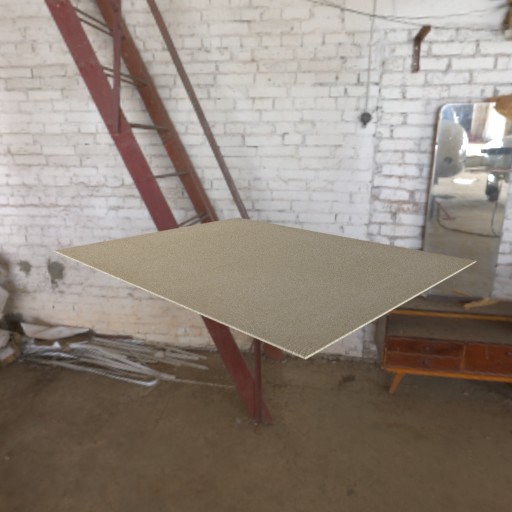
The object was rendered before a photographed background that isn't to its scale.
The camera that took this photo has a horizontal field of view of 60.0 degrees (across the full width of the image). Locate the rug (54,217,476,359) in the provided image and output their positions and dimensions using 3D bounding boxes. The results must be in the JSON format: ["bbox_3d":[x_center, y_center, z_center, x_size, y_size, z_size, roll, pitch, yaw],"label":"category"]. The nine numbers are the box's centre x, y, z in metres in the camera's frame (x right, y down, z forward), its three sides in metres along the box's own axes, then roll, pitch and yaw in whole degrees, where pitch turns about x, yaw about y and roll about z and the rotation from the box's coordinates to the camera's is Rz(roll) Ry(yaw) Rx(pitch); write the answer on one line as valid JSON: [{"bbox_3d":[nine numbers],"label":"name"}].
[{"bbox_3d":[0.000,0.000,3.460,2.584,0.011,2.073,14,21,42],"label":"rug"}]
